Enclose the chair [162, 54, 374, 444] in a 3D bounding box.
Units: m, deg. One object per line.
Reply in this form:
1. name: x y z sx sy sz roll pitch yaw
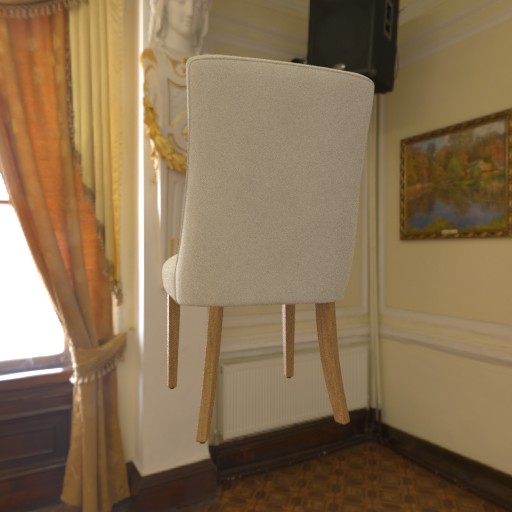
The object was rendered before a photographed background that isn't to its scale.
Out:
1. chair: 0.000 0.000 1.292 0.495 0.902 0.610 0 1 -17
